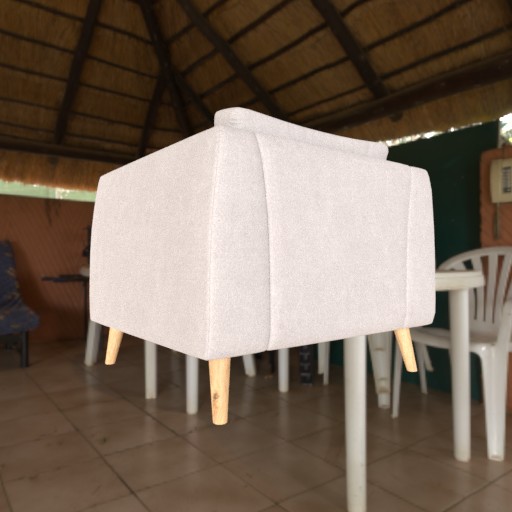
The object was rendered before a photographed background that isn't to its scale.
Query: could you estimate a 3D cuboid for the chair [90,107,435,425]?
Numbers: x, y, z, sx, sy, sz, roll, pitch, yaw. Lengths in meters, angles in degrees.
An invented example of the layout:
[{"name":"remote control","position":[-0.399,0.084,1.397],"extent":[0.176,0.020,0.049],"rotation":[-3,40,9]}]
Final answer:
[{"name":"chair","position":[0.000,0.000,1.719],"extent":[1.000,0.860,0.930],"rotation":[0,0,-38]}]
